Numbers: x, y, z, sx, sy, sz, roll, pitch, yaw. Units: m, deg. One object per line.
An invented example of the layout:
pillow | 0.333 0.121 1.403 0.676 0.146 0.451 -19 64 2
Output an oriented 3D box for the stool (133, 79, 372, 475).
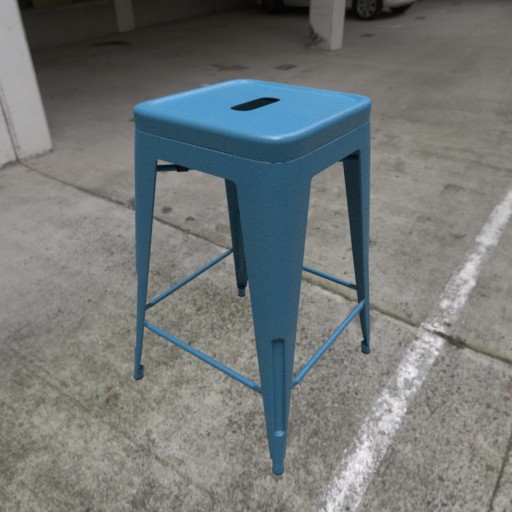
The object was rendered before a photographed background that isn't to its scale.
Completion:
stool | 0.000 0.000 0.897 0.410 0.608 0.410 21 38 30
